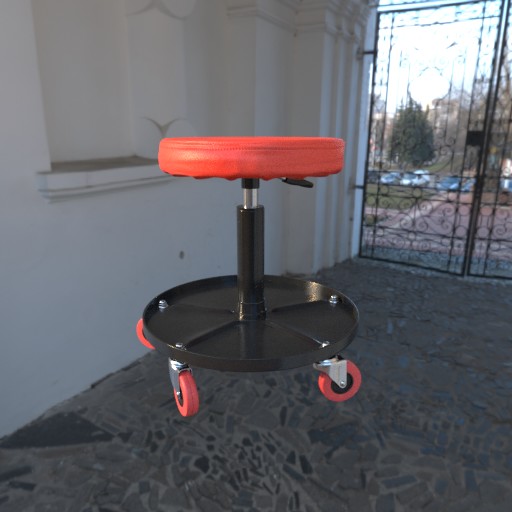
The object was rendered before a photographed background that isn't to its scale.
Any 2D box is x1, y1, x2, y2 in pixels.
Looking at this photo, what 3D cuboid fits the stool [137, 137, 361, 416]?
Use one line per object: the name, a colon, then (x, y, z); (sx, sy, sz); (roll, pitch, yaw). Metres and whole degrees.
stool: (0.000, 0.000, 0.708); (0.381, 0.365, 0.382); (15, 22, 42)
